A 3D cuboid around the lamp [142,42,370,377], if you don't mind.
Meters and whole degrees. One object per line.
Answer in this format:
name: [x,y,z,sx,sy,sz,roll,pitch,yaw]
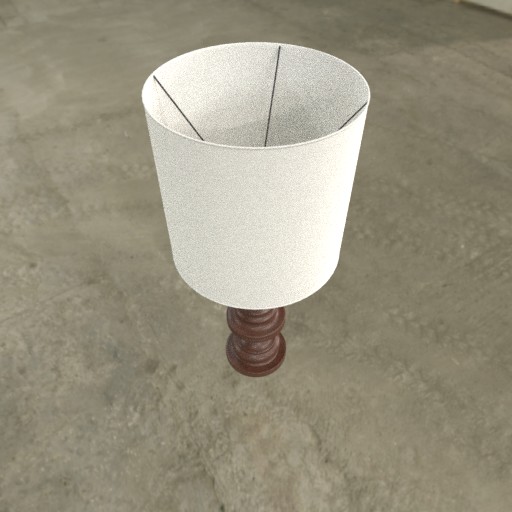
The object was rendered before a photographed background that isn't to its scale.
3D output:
lamp: [0.000,0.000,0.575,0.208,0.455,0.208,-4,46,-3]
